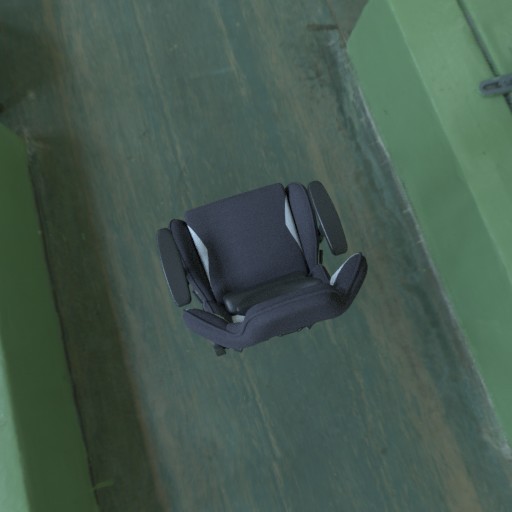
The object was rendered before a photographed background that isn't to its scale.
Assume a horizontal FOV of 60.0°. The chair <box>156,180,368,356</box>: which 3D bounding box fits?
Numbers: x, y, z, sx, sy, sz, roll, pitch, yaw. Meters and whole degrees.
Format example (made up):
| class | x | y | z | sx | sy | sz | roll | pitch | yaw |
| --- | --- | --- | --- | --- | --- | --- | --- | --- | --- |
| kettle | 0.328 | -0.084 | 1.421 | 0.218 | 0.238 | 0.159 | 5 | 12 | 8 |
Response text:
| class | x | y | z | sx | sy | sz | roll | pitch | yaw |
| --- | --- | --- | --- | --- | --- | --- | --- | --- | --- |
| chair | 0.000 | 0.000 | 1.772 | 0.730 | 1.300 | 0.695 | -18 | 77 | -4 |
